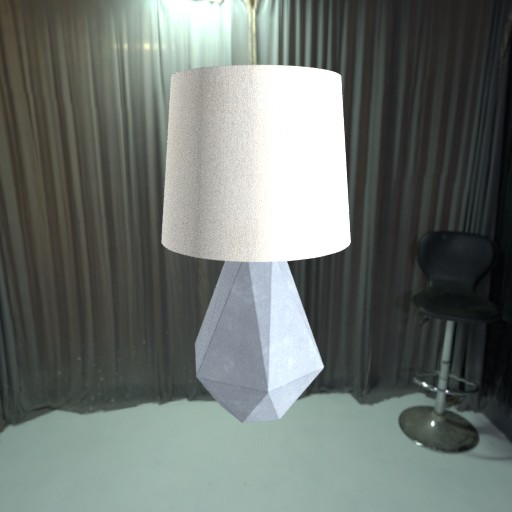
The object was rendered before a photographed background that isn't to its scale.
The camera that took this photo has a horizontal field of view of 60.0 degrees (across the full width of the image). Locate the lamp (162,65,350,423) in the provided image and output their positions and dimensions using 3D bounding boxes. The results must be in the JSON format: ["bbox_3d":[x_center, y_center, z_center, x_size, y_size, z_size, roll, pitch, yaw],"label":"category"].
[{"bbox_3d":[0.000,0.000,0.669,0.276,0.501,0.276,0,15,0],"label":"lamp"}]
